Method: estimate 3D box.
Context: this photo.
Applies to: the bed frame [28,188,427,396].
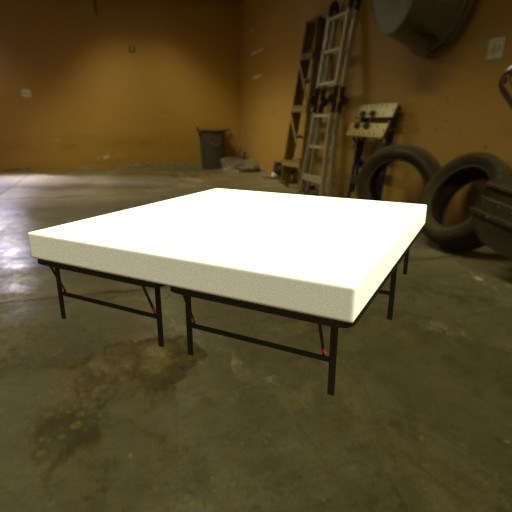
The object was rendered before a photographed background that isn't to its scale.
[{"bbox_3d":[0.000,0.000,3.083,1.930,0.559,2.032,9,19,26],"label":"bed frame"}]
